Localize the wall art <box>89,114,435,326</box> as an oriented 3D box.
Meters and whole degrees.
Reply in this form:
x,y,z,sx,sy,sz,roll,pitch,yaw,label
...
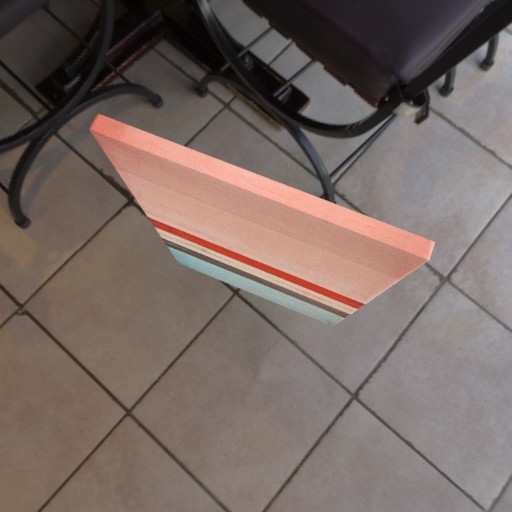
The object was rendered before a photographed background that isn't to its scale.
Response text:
x,y,z,sx,sy,sz,roll,pitch,yaw,label
0.000,0.000,1.178,0.610,0.914,0.038,22,76,6,wall art
